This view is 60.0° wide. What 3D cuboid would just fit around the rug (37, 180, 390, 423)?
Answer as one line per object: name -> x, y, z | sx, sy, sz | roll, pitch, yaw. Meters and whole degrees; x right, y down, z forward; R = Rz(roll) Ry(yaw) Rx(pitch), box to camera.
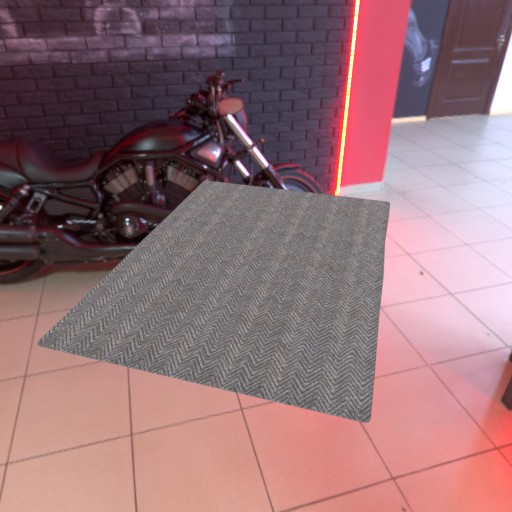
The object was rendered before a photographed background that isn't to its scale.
rug -> 0.000, 0.000, 5.170 | 2.894, 0.011, 3.957 | 9, 33, 14
